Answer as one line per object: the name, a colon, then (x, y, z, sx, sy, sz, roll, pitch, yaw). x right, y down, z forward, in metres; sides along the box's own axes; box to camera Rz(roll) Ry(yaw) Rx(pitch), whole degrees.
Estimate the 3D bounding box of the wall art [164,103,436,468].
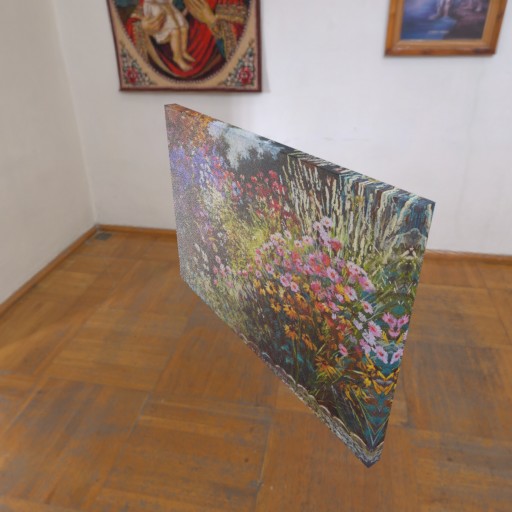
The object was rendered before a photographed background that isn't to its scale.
wall art: (0.000, 0.000, 1.133, 0.037, 0.604, 0.908, -19, 35, -29)
